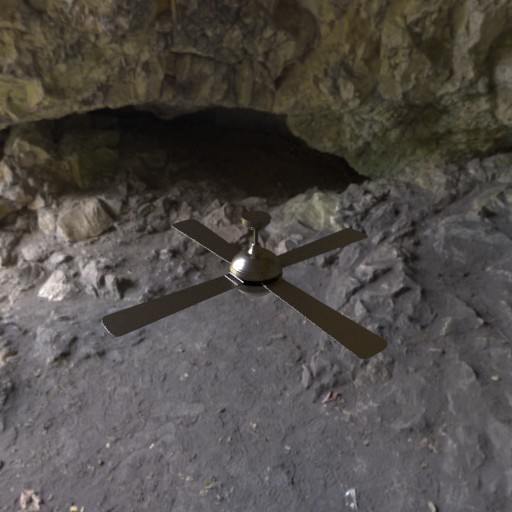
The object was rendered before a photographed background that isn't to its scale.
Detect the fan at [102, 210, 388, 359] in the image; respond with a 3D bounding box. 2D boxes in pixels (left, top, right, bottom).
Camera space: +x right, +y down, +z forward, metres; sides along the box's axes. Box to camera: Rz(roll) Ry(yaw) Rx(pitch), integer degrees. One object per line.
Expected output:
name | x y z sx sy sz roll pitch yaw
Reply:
fan | 0.000 0.000 1.957 1.321 0.381 1.321 -8 29 -14
